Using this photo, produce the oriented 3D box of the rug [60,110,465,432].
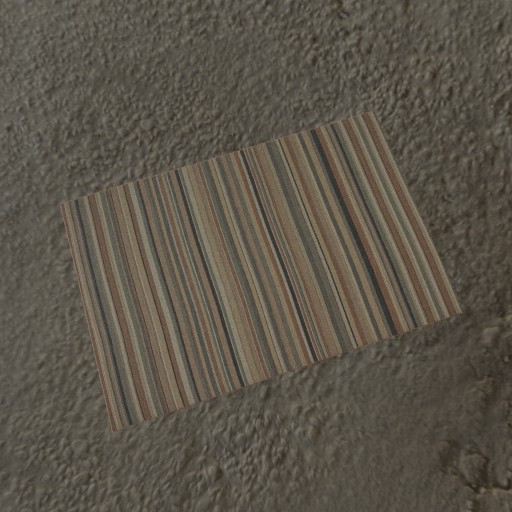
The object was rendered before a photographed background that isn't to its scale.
[{"bbox_3d":[0.000,0.000,2.318,1.829,0.008,1.219,-18,76,-5],"label":"rug"}]
